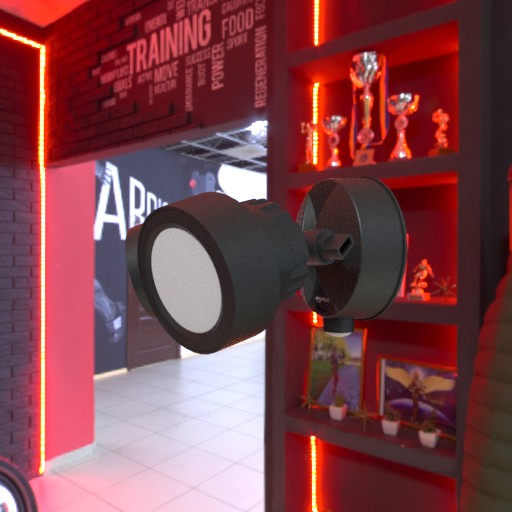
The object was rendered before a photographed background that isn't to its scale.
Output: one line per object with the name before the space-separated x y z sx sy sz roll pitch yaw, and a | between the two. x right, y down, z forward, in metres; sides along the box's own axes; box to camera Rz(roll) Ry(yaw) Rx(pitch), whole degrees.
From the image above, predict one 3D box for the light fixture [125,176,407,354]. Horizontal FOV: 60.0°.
light fixture | 0.000 0.000 0.307 0.168 0.120 0.213 0 0 -20
